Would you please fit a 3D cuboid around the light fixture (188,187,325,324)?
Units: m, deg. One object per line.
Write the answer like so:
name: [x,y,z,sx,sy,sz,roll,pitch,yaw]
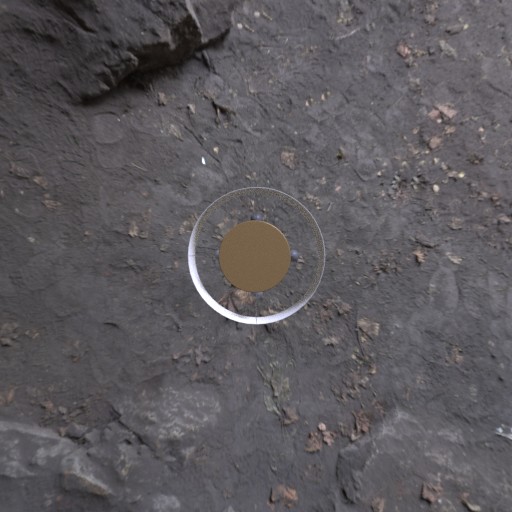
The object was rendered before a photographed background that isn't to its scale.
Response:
light fixture: [0.000,0.000,1.366,0.508,1.067,0.508,0,90,0]
